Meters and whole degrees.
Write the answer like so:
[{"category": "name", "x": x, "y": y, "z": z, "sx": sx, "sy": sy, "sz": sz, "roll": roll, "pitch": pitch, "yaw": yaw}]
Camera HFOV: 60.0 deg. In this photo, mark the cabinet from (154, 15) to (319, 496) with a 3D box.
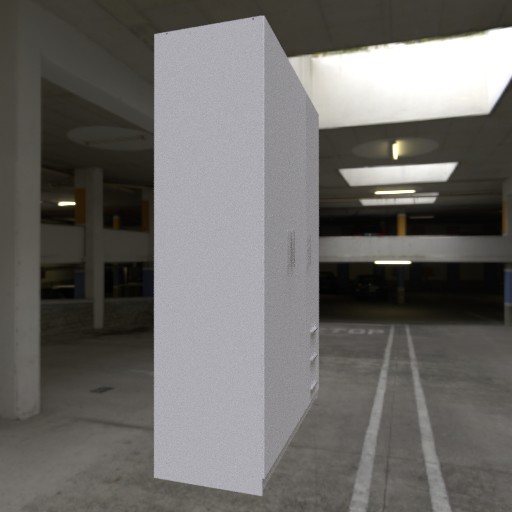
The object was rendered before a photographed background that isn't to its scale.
[{"category": "cabinet", "x": 0.000, "y": 0.000, "z": 2.446, "sx": 0.510, "sy": 1.910, "sz": 1.290, "roll": 0, "pitch": 0, "yaw": 18}]
